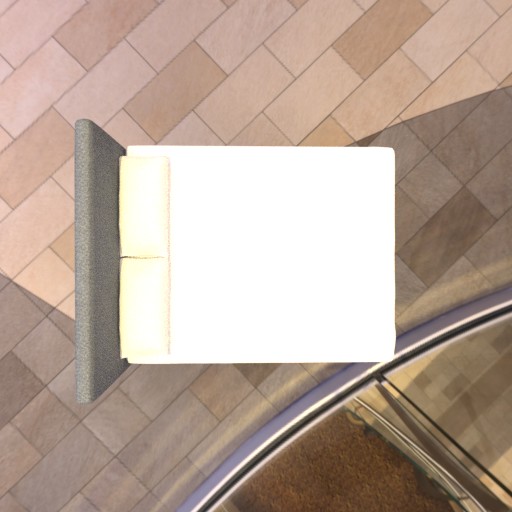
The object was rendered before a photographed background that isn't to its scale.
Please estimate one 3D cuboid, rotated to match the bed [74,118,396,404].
[{"bbox_3d":[0.000,0.000,3.205,2.142,1.330,1.723,0,91,-2],"label":"bed"}]
